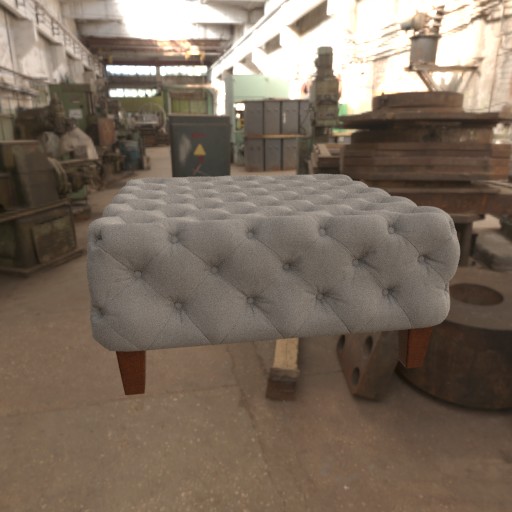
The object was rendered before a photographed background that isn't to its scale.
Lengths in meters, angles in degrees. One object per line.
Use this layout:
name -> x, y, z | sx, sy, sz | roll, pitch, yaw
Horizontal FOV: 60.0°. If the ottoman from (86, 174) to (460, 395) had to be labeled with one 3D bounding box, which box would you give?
ottoman -> 0.000, 0.000, 1.451 | 0.911, 0.439, 0.917 | -3, 17, -9
